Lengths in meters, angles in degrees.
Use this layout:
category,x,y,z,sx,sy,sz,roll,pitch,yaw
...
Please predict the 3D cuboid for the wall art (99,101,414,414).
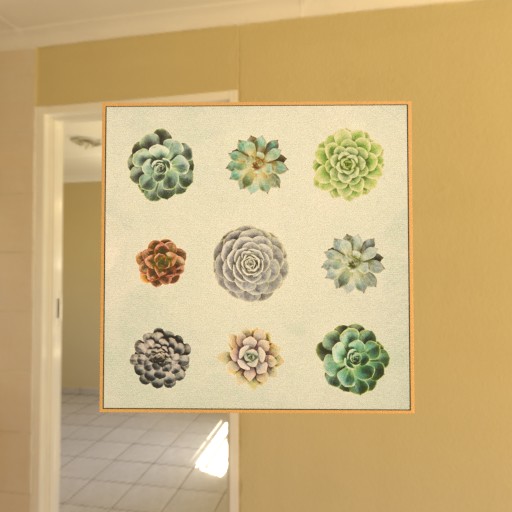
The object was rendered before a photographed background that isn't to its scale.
category,x,y,z,sx,sy,sz,roll,pitch,yaw
wall art,0.000,0.000,1.372,0.962,0.959,0.013,0,-2,1
